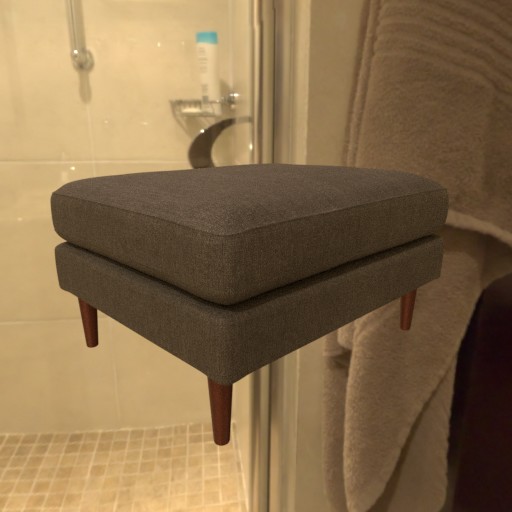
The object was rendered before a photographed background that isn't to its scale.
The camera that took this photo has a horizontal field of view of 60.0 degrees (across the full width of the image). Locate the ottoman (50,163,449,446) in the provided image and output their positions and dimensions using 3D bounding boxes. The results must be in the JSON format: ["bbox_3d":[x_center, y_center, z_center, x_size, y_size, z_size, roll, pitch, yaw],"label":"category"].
[{"bbox_3d":[0.000,0.000,1.201,0.821,0.474,0.693,-15,21,-42],"label":"ottoman"}]
